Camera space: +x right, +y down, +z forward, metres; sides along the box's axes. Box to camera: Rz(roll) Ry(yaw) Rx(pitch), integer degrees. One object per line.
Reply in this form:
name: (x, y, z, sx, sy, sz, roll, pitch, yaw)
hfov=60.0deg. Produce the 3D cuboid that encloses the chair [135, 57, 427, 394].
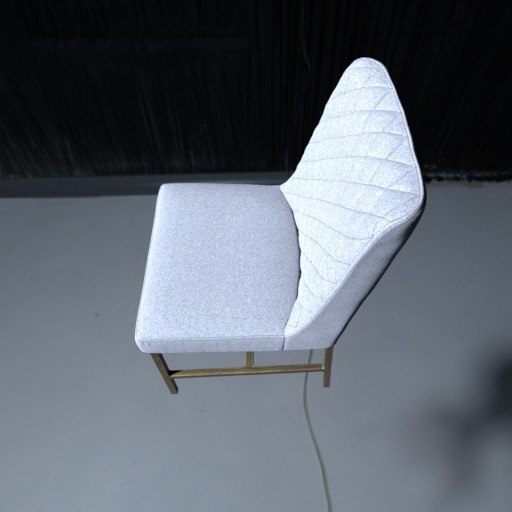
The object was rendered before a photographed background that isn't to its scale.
chair: (0.000, 0.000, 1.190, 0.587, 0.889, 0.508, 0, 56, 0)
